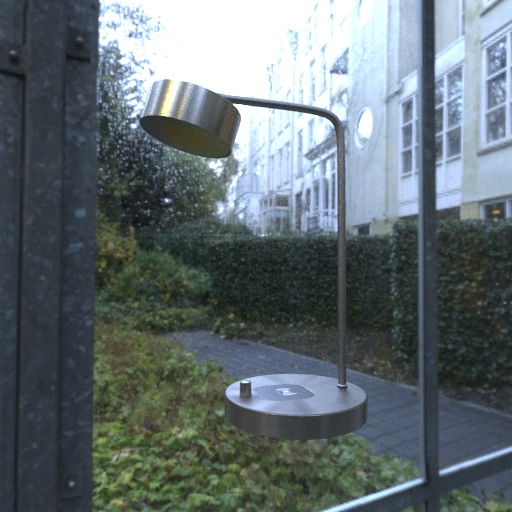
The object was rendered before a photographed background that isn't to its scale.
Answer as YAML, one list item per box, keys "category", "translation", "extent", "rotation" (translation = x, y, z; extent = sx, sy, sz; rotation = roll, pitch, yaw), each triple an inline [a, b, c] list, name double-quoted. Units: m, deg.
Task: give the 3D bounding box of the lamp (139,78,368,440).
- category: "lamp"
  translation: [0.000, 0.000, 0.651]
  extent: [0.334, 0.469, 0.211]
  rotation: [0, -1, -18]
